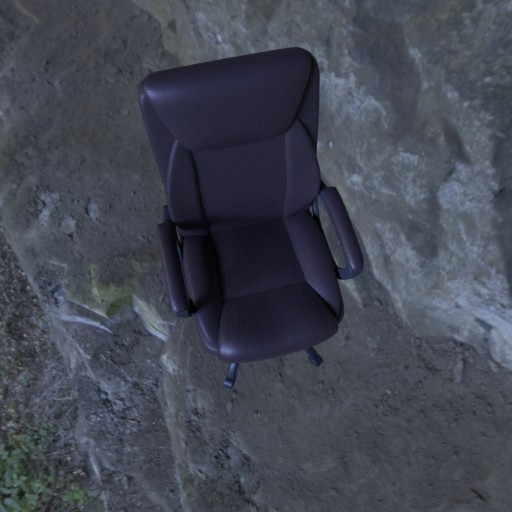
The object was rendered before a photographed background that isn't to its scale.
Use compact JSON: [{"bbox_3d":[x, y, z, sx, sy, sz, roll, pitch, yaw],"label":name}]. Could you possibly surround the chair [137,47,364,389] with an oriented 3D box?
[{"bbox_3d":[0.000,0.000,1.441,0.615,1.072,0.655,-13,66,-6],"label":"chair"}]
